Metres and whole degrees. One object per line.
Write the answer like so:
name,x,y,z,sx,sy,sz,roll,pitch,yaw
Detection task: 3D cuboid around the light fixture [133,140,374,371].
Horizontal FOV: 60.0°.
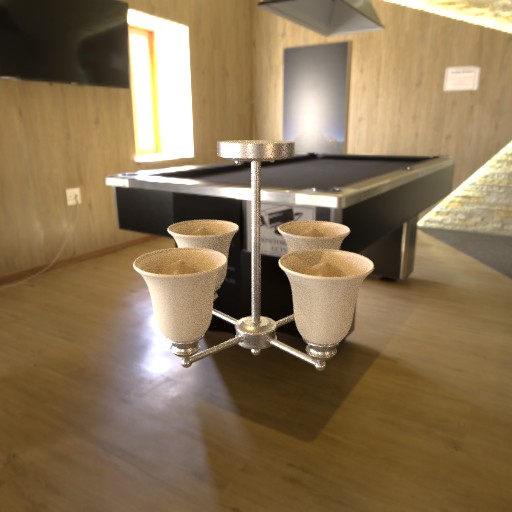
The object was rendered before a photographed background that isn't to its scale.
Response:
light fixture,0.000,0.000,0.741,0.427,0.370,0.427,-15,22,-40
